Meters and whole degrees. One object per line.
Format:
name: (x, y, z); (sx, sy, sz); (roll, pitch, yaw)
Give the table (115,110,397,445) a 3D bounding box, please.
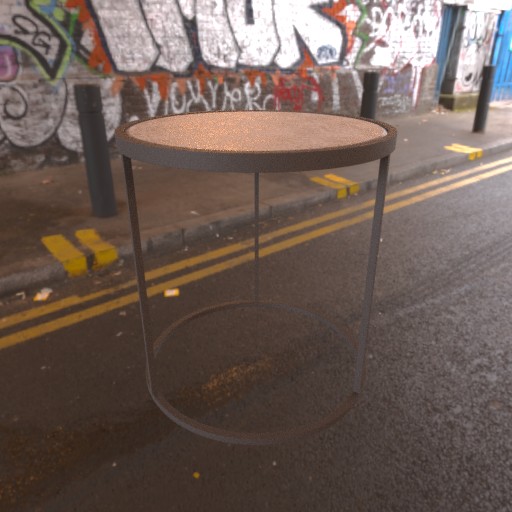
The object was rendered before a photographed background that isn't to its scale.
table: (0.000, 0.000, 0.869); (0.470, 0.498, 0.470); (0, 25, 0)
